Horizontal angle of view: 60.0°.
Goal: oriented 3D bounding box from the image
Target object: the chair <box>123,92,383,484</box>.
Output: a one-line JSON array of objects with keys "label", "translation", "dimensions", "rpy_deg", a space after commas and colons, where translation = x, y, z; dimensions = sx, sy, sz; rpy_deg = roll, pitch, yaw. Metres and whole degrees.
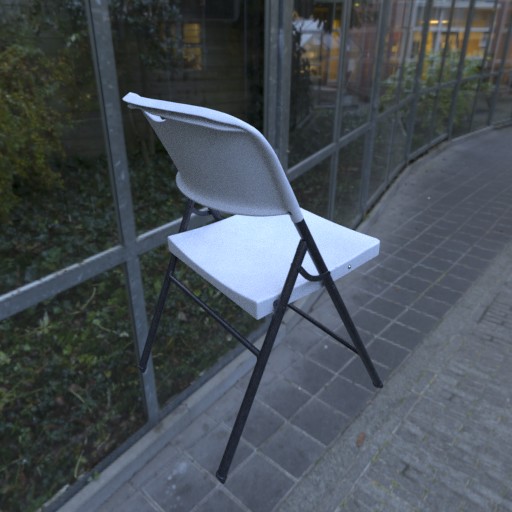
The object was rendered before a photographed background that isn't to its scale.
[{"label": "chair", "translation": [0.000, 0.000, 1.147], "dimensions": [0.566, 0.810, 0.494], "rpy_deg": [-17, 30, -32]}]
